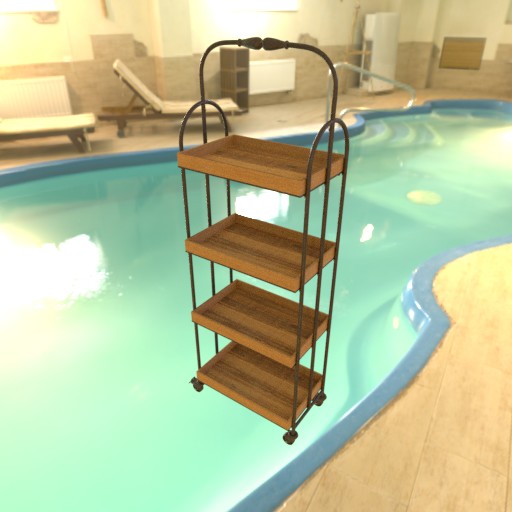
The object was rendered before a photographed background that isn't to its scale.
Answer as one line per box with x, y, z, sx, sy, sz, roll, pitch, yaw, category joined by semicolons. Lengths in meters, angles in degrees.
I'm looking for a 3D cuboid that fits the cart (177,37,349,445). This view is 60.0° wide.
0.000;0.000;1.669;0.581;1.481;0.308;19;35;30;cart
